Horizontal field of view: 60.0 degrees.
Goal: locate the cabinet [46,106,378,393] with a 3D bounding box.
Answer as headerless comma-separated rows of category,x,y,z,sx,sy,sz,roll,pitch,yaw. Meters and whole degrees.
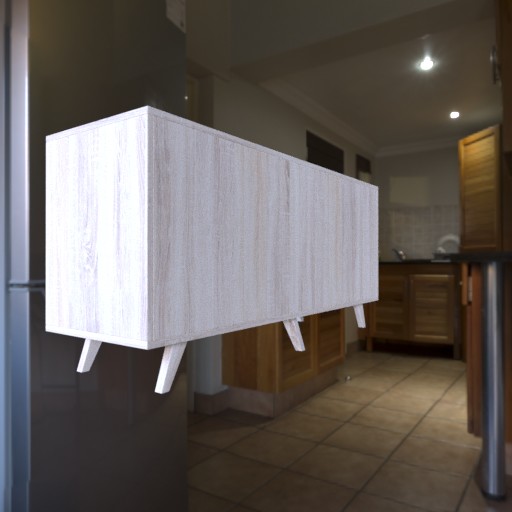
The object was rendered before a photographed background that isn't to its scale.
cabinet,0.000,0.000,1.968,0.500,0.780,1.650,0,0,36
